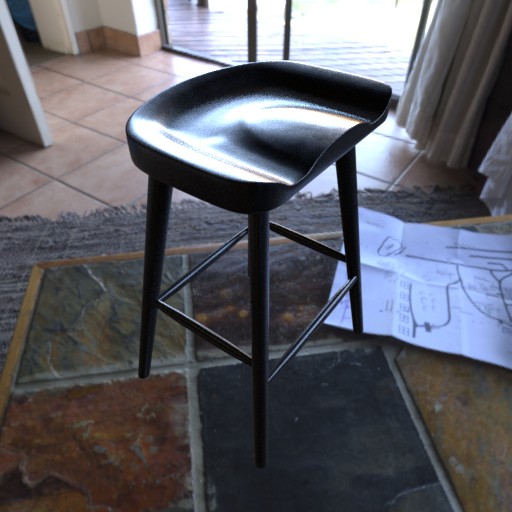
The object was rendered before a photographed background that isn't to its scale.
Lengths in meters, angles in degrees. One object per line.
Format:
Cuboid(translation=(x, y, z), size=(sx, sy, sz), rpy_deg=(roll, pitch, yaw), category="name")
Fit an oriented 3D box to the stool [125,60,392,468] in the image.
Cuboid(translation=(0.000, 0.000, 0.869), size=(0.361, 0.615, 0.440), rpy_deg=(26, 47, 27), category="stool")
